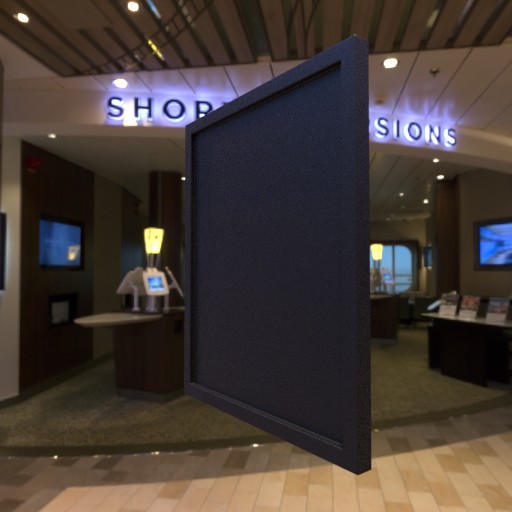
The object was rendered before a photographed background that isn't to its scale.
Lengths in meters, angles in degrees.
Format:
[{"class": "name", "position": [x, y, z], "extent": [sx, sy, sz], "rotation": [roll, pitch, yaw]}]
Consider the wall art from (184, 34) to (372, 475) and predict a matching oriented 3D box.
[{"class": "wall art", "position": [0.000, 0.000, 0.750], "extent": [0.028, 0.559, 0.457], "rotation": [1, -2, -37]}]
